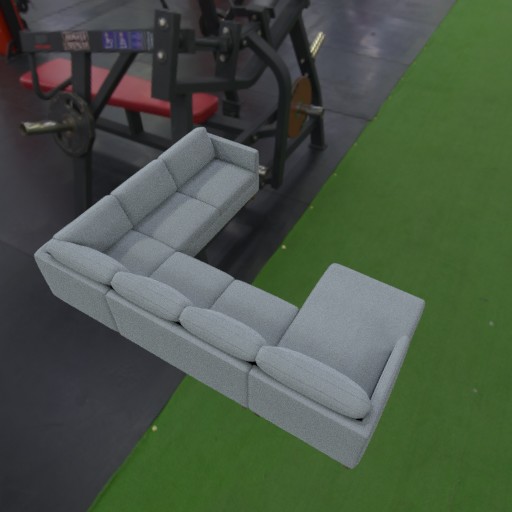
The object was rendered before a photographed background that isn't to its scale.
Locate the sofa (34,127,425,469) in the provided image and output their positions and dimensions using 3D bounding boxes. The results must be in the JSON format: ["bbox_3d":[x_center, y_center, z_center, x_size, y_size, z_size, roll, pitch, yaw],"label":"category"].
[{"bbox_3d":[0.000,0.000,4.358,3.238,0.853,2.551,24,51,21],"label":"sofa"}]
